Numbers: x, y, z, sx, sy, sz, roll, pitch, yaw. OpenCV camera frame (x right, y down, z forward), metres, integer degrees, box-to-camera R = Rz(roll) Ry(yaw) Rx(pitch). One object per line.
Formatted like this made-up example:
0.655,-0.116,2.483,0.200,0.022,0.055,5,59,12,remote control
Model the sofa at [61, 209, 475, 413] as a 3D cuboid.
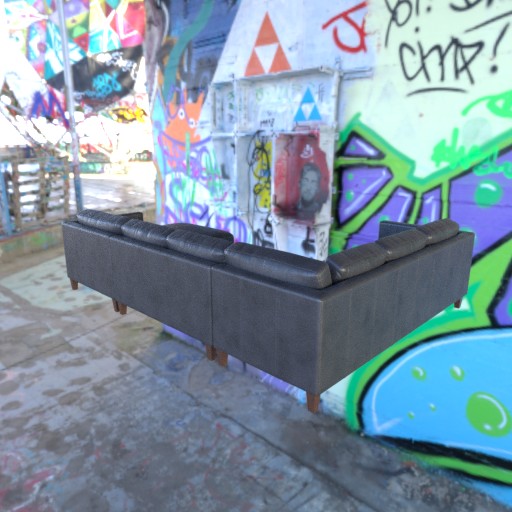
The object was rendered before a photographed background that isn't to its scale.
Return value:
0.000,0.000,4.457,3.324,0.891,2.452,14,20,42,sofa
